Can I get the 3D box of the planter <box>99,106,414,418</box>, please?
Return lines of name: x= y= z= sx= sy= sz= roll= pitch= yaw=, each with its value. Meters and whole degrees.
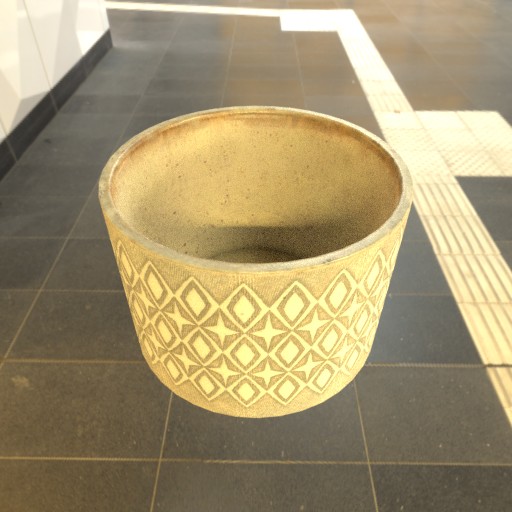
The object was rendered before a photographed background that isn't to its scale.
planter: x=0.000 y=0.000 z=0.317 sx=0.186 sy=0.144 sz=0.186 roll=0 pitch=41 yaw=0
